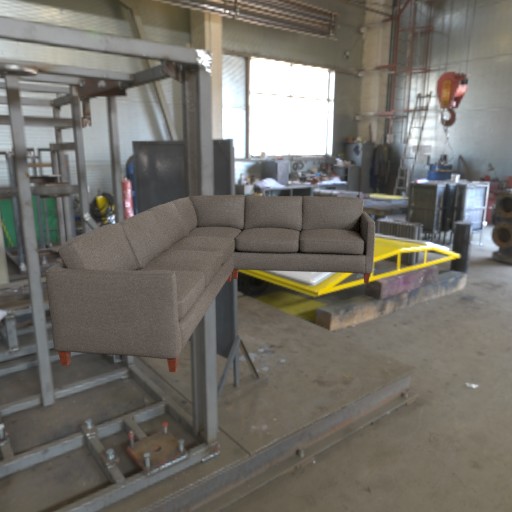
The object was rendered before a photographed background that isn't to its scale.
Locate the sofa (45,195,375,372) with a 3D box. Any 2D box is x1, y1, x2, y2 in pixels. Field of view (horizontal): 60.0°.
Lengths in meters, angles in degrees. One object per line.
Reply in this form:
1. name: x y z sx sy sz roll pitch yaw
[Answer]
1. sofa: 0.000 0.000 4.488 2.593 0.947 3.302 2 14 7
